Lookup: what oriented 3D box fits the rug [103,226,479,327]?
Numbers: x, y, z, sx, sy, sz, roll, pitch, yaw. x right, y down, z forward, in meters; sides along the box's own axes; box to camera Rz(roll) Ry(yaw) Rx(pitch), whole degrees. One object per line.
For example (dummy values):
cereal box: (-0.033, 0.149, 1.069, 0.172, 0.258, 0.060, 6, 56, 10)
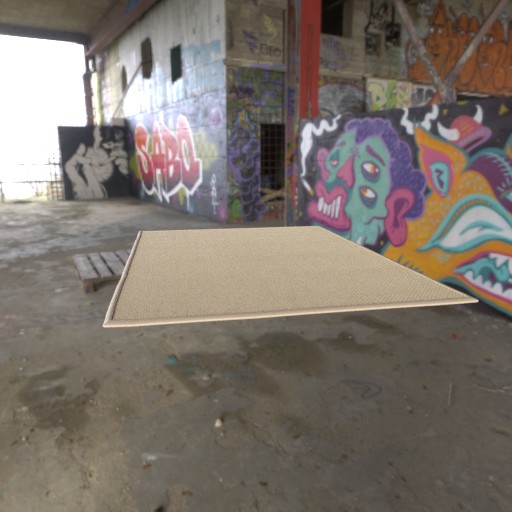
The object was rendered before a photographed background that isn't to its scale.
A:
rug: (0.000, 0.000, 2.712, 1.525, 0.020, 2.081, -2, 13, -11)
